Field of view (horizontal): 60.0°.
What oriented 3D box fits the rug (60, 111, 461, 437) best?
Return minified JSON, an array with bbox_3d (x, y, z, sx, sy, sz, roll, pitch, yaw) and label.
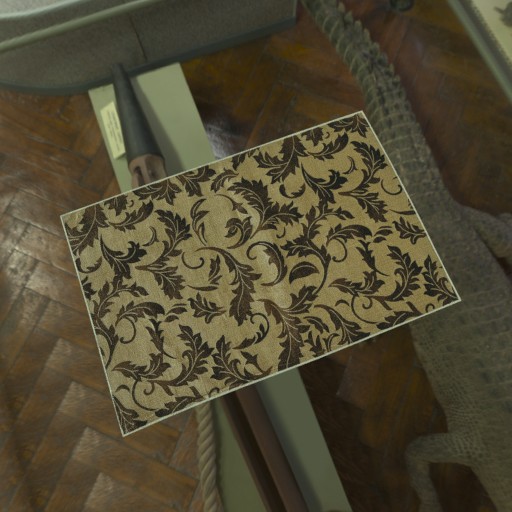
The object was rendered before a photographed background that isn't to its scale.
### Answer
[{"bbox_3d":[0.000,0.000,2.944,2.284,0.008,1.522,-21,75,-6],"label":"rug"}]
